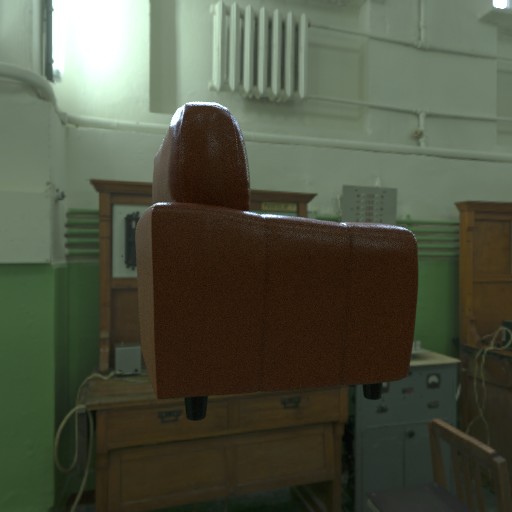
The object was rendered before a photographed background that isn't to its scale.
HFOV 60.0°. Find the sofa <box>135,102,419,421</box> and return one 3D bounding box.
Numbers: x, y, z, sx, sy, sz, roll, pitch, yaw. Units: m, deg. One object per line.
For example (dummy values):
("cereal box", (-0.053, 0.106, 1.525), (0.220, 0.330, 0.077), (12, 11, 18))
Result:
("sofa", (0.000, 0.000, 1.546), (0.789, 0.876, 0.836), (0, 0, -18))
